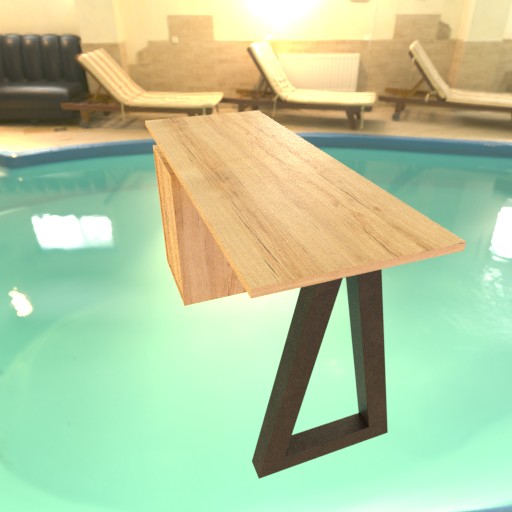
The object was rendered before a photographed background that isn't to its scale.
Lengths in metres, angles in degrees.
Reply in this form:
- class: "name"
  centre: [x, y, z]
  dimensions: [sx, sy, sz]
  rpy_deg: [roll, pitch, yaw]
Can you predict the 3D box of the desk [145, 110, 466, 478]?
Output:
- class: "desk"
  centre: [0.000, 0.000, 1.735]
  dimensions: [0.550, 0.760, 1.400]
  rpy_deg: [-11, 33, -18]
